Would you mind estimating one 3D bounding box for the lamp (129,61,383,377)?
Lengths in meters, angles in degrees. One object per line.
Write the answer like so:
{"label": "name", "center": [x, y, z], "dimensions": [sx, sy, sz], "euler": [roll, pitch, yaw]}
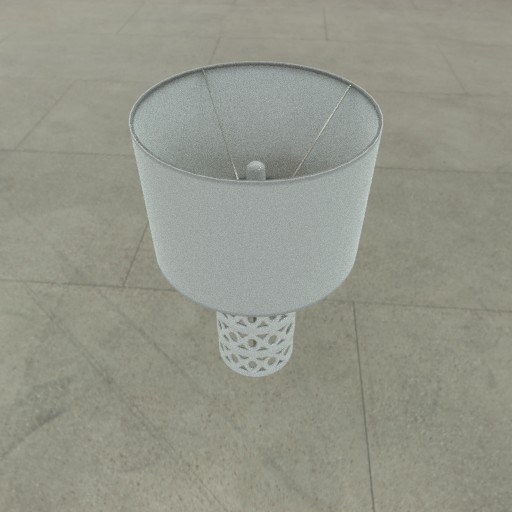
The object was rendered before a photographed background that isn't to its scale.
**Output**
{"label": "lamp", "center": [0.000, 0.000, 0.718], "dimensions": [0.310, 0.502, 0.310], "euler": [0, 45, 0]}
